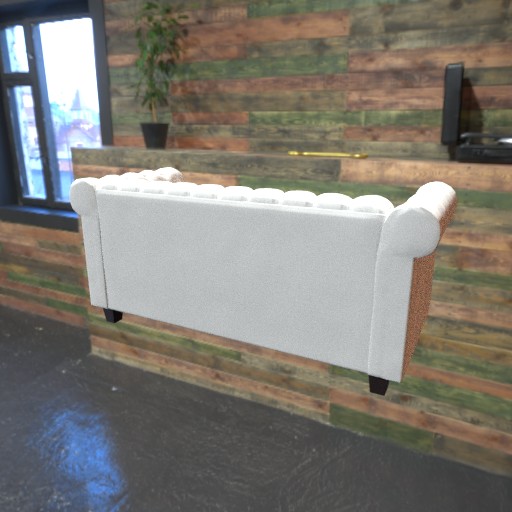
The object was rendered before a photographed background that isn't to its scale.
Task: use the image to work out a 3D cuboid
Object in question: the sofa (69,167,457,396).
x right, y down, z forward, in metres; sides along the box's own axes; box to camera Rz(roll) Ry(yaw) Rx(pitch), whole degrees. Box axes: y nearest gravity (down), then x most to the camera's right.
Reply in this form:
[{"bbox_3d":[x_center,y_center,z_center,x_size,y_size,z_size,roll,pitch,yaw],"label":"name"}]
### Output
[{"bbox_3d":[0.000,0.000,2.297,1.798,0.796,0.771,8,18,27],"label":"sofa"}]
